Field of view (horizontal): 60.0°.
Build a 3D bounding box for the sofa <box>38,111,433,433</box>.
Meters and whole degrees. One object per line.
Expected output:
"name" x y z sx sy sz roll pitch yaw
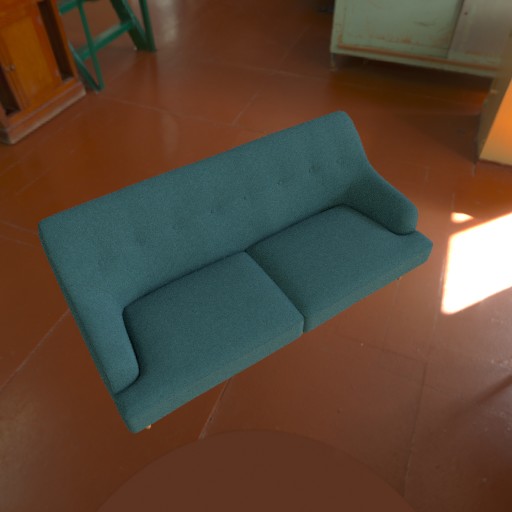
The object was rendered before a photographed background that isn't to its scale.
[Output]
"sofa" 0.000 0.000 2.587 2.057 0.871 0.978 -26 52 -22
